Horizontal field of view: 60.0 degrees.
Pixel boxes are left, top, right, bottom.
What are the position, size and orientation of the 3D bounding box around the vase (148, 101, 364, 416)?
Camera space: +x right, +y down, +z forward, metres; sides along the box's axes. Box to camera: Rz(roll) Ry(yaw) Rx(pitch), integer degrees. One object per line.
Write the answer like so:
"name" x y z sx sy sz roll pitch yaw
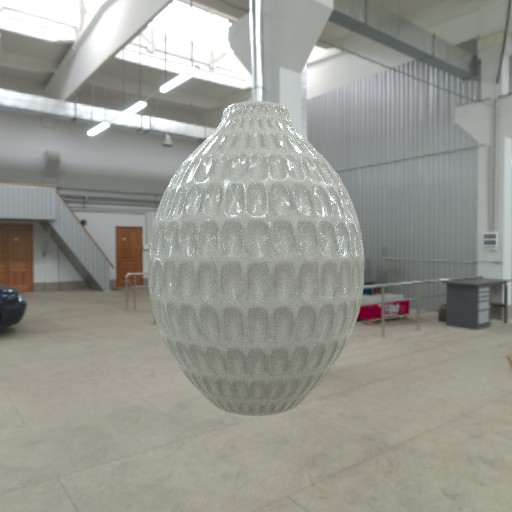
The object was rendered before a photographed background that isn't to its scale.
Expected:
"vase" 0.000 0.000 0.341 0.162 0.223 0.162 0 1 0
